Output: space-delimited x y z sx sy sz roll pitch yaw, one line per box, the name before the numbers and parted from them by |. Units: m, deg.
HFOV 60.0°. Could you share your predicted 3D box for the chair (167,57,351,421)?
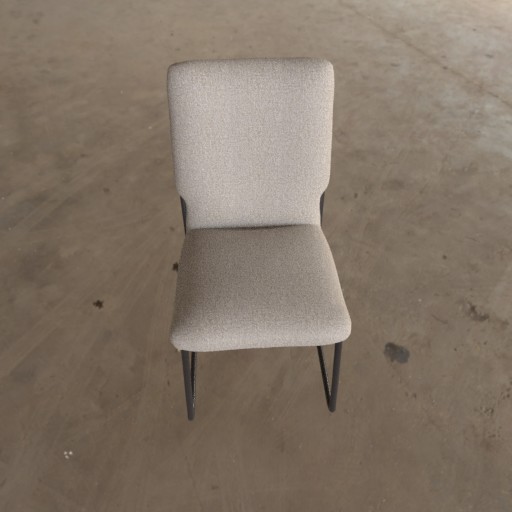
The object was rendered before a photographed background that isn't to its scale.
chair | 0.000 0.000 1.203 0.448 0.864 0.560 -3 47 -2
